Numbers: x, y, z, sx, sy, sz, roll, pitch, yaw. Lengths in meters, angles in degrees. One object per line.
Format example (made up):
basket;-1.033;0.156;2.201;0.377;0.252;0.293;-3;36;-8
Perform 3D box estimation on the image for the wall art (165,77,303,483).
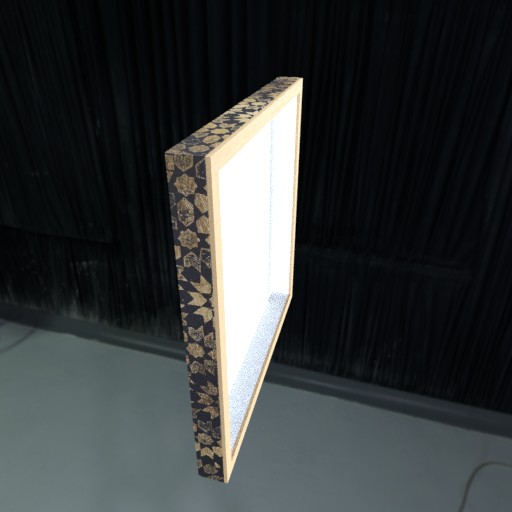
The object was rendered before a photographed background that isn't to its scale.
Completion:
wall art;0.000;0.000;0.609;0.038;0.405;0.405;8;31;13
